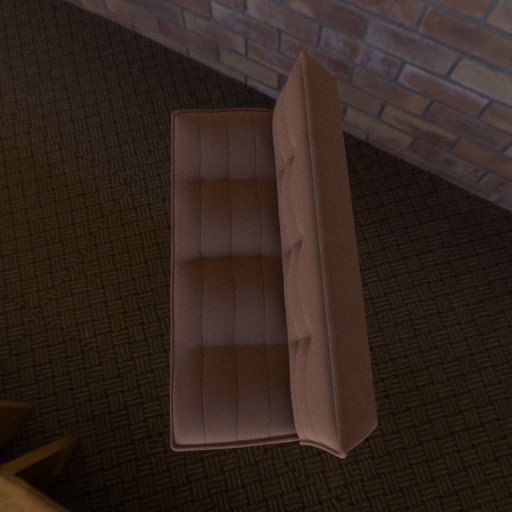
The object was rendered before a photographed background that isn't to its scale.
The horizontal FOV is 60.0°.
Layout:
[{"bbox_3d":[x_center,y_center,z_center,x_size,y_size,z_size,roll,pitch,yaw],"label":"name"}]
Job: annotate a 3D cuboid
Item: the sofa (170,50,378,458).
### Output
[{"bbox_3d":[0.000,0.000,2.418,0.950,0.890,1.940,-3,74,-1],"label":"sofa"}]
